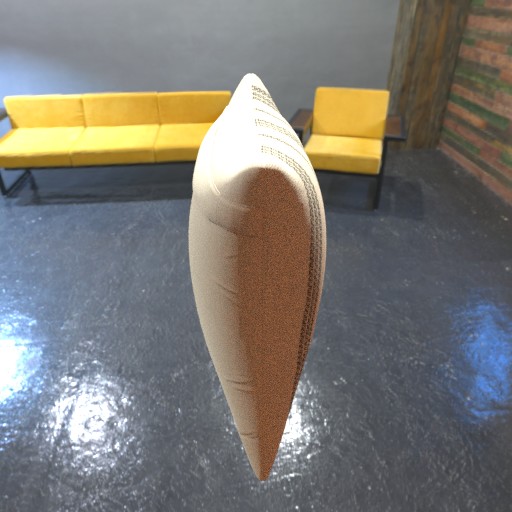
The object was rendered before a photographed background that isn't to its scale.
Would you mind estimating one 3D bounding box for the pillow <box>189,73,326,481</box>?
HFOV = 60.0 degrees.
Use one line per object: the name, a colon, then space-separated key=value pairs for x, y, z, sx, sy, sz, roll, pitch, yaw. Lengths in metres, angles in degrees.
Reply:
pillow: x=0.000 y=0.000 z=0.607 sx=0.173 sy=0.406 sz=0.405 roll=-1 pitch=32 yaw=-2
